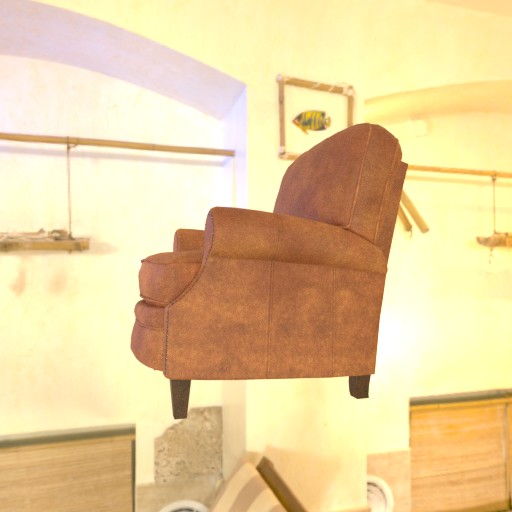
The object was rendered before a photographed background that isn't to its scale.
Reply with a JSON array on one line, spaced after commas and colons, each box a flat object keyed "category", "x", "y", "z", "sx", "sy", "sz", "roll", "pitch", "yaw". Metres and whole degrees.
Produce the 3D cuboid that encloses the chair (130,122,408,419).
[{"category": "chair", "x": 0.000, "y": 0.000, "z": 1.816, "sx": 0.986, "sy": 1.018, "sz": 0.936, "roll": 1, "pitch": -2, "yaw": -18}]
